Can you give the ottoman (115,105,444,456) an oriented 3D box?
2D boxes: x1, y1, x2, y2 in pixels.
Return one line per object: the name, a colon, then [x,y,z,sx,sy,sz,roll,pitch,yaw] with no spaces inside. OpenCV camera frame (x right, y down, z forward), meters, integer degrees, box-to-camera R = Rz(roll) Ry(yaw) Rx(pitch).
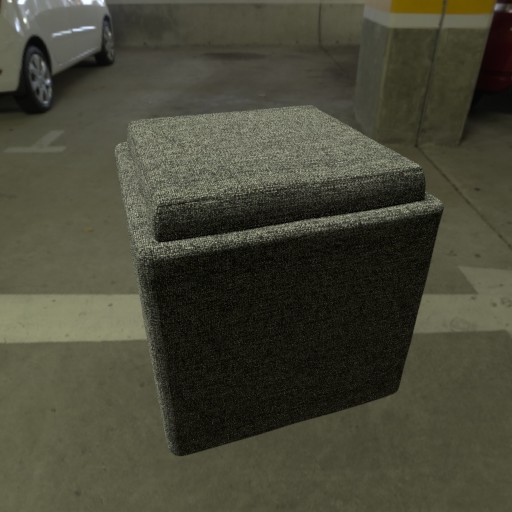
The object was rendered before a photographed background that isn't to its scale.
ottoman: [0.000,0.000,0.848,0.450,0.463,0.450,-10,34,-16]
